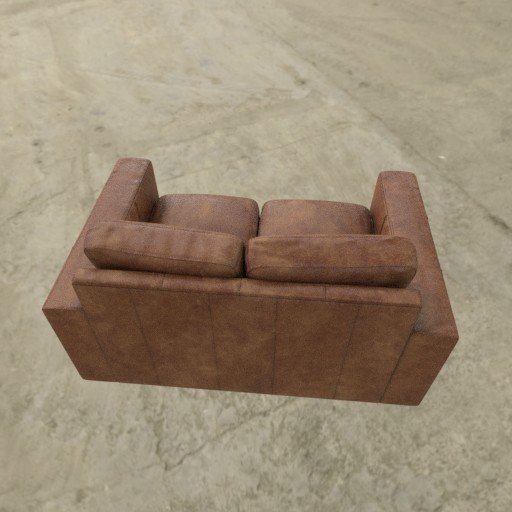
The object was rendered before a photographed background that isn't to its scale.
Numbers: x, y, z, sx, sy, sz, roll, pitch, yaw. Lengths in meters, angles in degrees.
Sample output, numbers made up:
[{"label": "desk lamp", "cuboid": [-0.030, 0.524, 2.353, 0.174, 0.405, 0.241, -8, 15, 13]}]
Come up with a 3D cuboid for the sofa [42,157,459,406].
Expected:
[{"label": "sofa", "cuboid": [0.000, 0.000, 2.162, 1.626, 0.889, 1.041, 4, 47, 3]}]
